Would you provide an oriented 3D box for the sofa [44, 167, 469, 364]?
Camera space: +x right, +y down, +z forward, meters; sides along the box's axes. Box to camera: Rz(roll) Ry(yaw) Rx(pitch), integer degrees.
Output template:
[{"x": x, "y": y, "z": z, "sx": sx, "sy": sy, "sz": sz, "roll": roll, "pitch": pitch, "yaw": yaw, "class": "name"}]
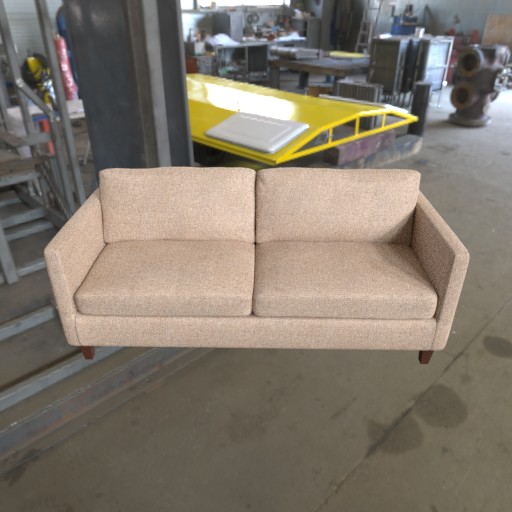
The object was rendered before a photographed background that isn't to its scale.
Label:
[{"x": 0.000, "y": 0.000, "z": 2.765, "sx": 2.208, "sy": 0.965, "sz": 0.951, "roll": 1, "pitch": 30, "yaw": 1, "class": "sofa"}]
